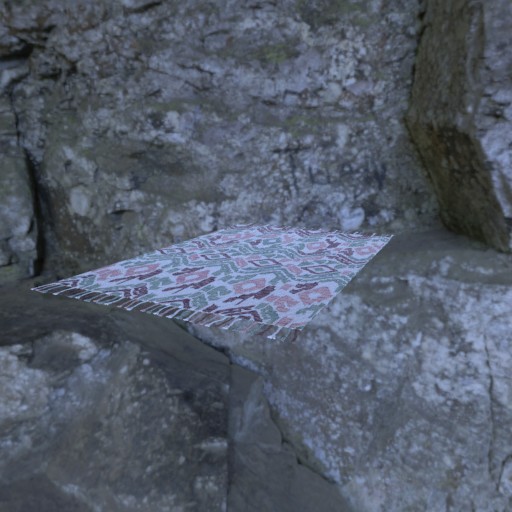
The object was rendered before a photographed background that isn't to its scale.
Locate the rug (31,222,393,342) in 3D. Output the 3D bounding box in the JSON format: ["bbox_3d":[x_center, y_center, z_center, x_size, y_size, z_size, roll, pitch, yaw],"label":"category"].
[{"bbox_3d":[0.000,0.000,3.114,1.524,0.011,2.438,7,15,25],"label":"rug"}]
